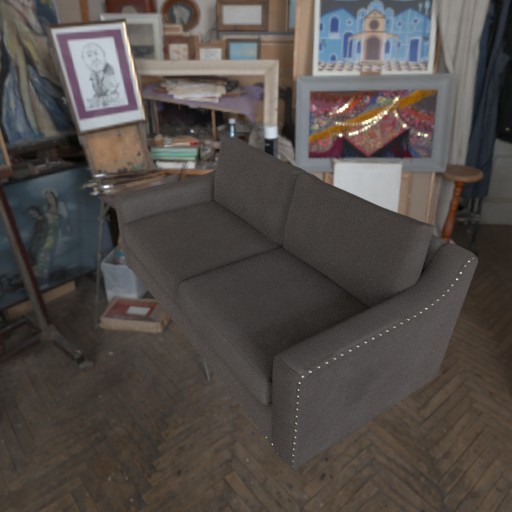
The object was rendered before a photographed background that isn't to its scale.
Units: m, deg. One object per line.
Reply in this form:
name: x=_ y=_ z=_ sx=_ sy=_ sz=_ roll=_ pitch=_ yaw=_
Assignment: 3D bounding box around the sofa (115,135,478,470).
sofa: x=0.000 y=0.000 z=3.288 sx=1.336 sy=1.196 sz=2.550 roll=-19 pitch=35 yaw=-29
